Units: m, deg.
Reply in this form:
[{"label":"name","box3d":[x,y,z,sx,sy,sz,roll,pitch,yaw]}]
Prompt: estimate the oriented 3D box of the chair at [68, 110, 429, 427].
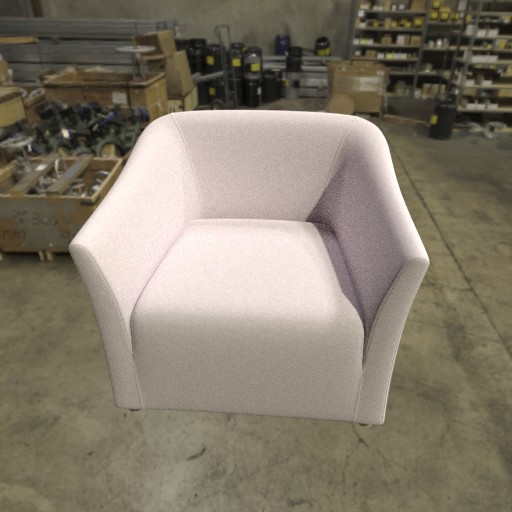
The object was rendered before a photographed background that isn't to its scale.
[{"label":"chair","box3d":[0.000,0.000,1.351,0.790,0.720,0.700,2,31,4]}]
